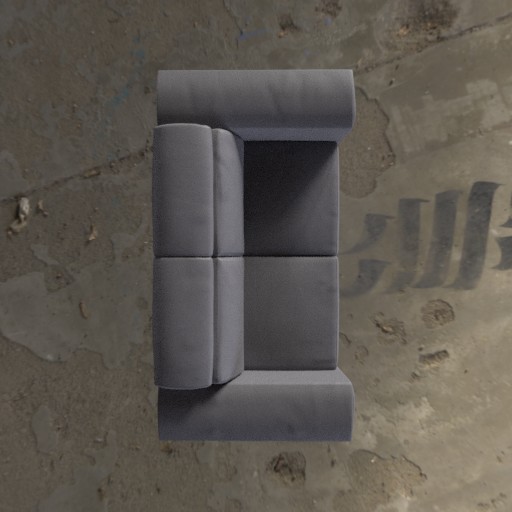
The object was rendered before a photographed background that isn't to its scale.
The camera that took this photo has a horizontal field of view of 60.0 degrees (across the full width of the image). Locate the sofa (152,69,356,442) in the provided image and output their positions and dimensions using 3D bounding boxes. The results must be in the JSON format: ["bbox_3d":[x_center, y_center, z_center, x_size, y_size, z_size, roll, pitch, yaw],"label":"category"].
[{"bbox_3d":[0.000,0.000,2.455,1.003,0.779,1.895,0,91,1],"label":"sofa"}]
